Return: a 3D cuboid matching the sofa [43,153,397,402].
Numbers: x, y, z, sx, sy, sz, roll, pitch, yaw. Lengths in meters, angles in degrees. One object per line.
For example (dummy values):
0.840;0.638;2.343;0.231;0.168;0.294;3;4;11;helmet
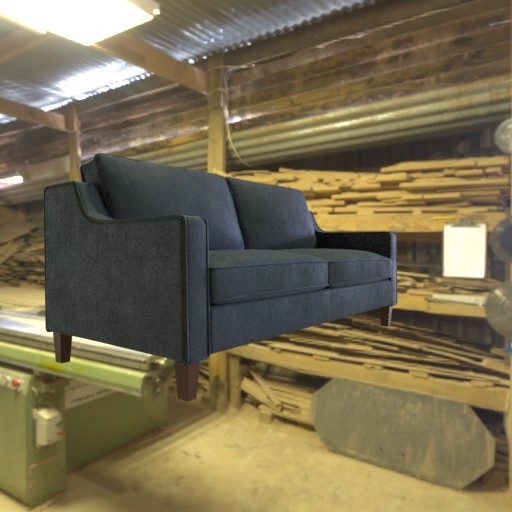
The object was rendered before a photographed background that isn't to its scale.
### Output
0.000;0.000;2.796;1.066;1.071;2.178;1;1;38;sofa
